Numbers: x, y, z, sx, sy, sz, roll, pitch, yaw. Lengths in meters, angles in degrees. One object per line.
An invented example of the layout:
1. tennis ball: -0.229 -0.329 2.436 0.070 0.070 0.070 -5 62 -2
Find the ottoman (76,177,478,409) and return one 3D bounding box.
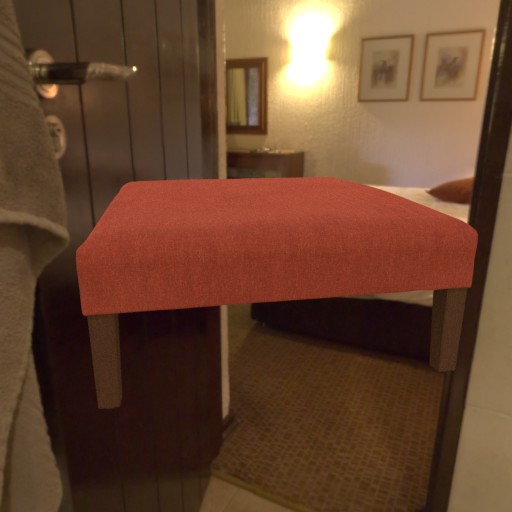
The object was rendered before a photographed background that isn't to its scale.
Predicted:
1. ottoman: 0.000 0.000 1.401 0.889 0.411 0.890 -3 17 -10
